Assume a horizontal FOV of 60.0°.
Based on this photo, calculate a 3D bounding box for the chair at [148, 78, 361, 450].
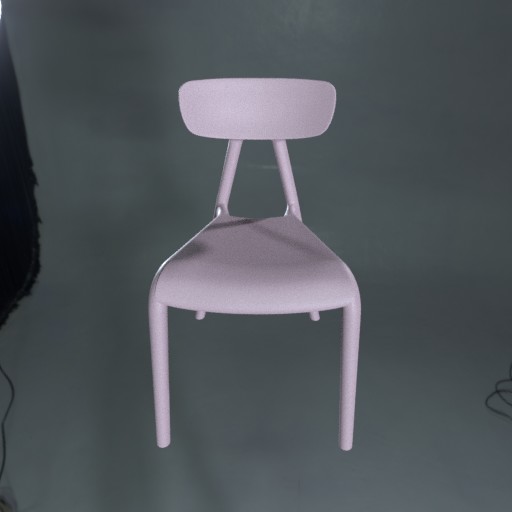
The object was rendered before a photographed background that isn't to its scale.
[{"bbox_3d":[0.000,0.000,0.833,0.356,0.580,0.401,0,29,1],"label":"chair"}]
